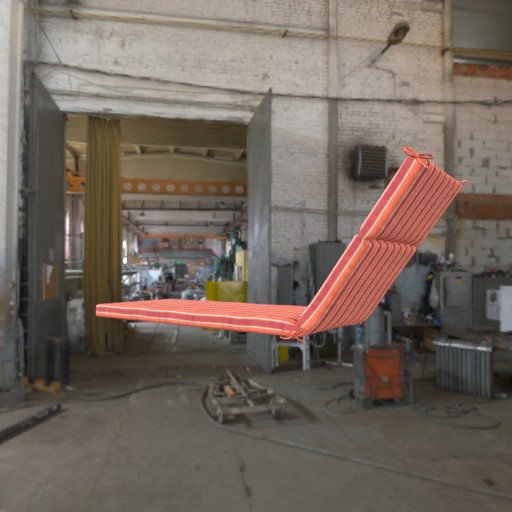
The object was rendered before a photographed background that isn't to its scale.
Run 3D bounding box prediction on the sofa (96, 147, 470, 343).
[{"bbox_3d":[0.000,0.000,1.983,1.663,0.622,0.582,-1,-2,36],"label":"sofa"}]
